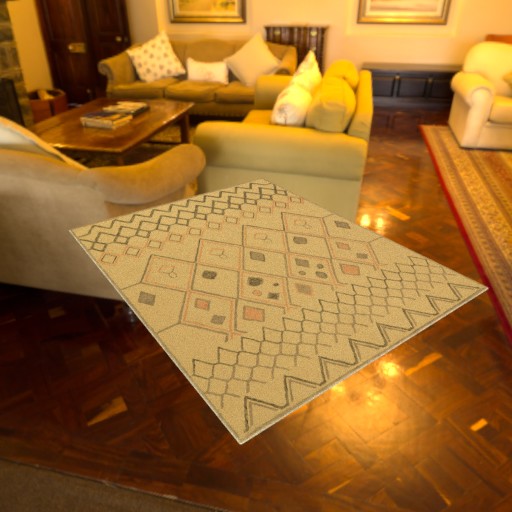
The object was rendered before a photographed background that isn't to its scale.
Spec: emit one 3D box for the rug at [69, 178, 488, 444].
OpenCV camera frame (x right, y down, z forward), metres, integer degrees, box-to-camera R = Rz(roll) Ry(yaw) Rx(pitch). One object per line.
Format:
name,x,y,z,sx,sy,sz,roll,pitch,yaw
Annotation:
rug,0.000,0.000,4.024,2.441,0.016,3.050,-21,37,-30
